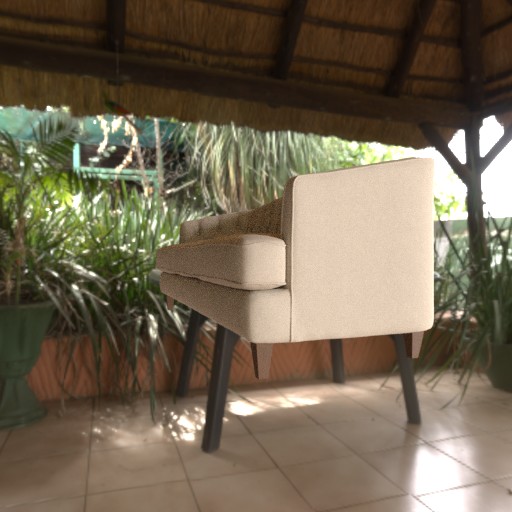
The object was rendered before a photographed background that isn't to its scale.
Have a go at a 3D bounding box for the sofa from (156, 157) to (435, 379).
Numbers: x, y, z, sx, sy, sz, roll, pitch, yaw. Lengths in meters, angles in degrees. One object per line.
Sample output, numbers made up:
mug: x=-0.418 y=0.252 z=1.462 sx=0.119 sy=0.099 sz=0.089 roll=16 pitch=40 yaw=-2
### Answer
sofa: x=0.000 y=0.000 z=2.657 sx=0.941 sy=0.855 sz=2.278 roll=0 pitch=0 yaw=-20
